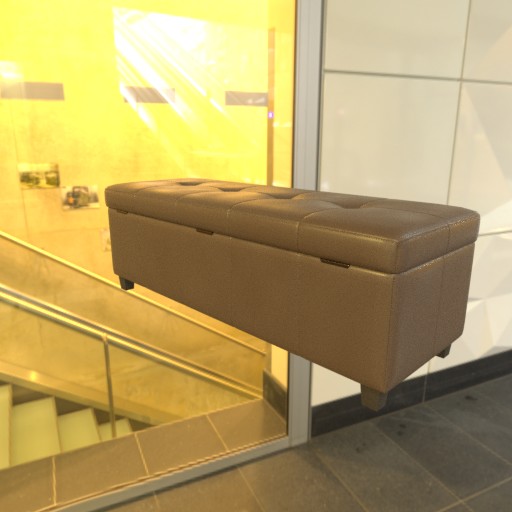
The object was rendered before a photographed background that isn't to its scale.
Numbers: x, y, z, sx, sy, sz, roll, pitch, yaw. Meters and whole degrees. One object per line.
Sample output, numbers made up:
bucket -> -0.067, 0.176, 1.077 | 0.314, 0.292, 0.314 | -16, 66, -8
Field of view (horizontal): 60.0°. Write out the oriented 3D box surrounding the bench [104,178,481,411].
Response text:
bench -> 0.000, 0.000, 1.445 | 0.450, 0.417, 1.219 | -14, 21, -43
